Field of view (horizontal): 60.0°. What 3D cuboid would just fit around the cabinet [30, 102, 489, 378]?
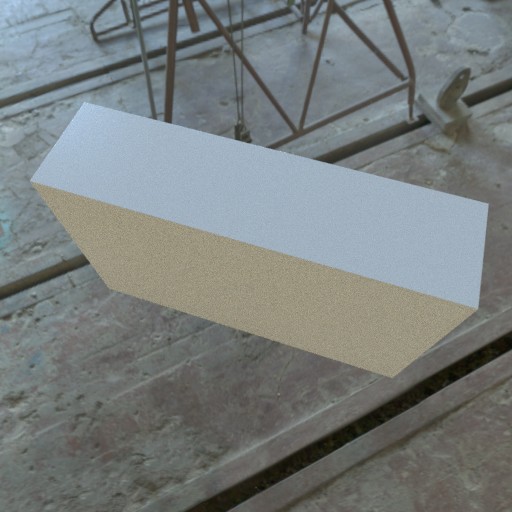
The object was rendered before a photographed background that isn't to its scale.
[{"bbox_3d":[0.000,0.000,1.844,1.450,0.900,0.380,16,64,8],"label":"cabinet"}]
